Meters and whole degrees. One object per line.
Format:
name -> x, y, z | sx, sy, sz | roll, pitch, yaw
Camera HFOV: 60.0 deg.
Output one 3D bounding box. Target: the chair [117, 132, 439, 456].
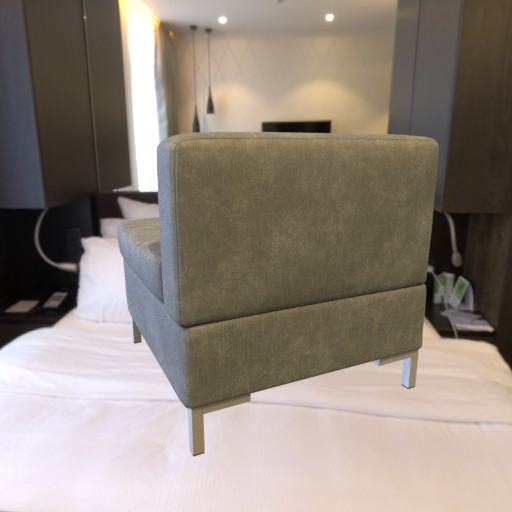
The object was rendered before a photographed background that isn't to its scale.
chair -> 0.000, 0.000, 1.258 | 0.680, 0.660, 0.680 | -7, 15, -25
